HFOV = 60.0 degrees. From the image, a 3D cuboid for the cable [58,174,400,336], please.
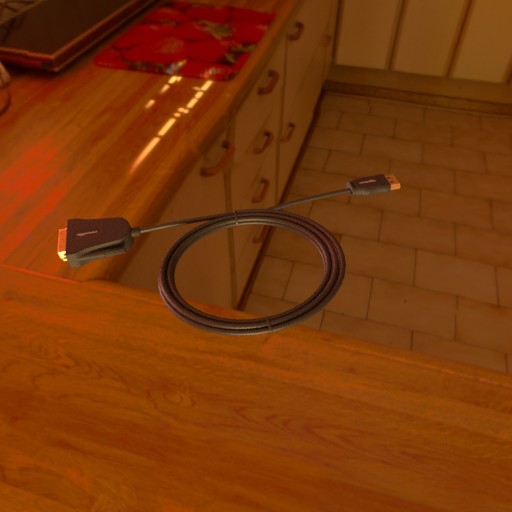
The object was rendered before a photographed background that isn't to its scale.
[{"bbox_3d":[0.000,0.000,0.327,0.281,0.015,0.136,-10,48,-9],"label":"cable"}]
